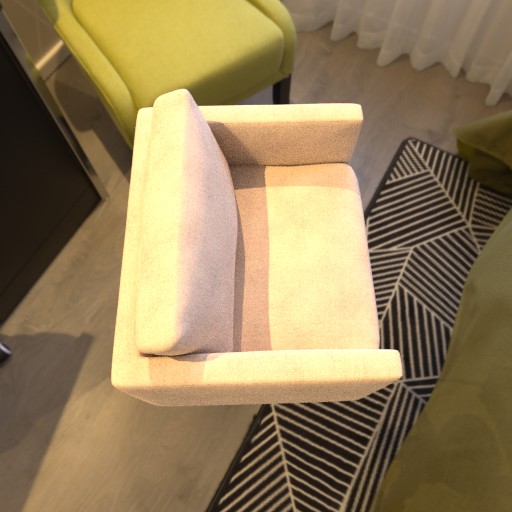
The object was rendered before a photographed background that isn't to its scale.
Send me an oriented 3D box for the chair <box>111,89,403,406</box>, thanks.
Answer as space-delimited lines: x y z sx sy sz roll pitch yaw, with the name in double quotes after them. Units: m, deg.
0.000 0.000 1.848 0.959 0.961 1.133 -1 67 -1 "chair"
